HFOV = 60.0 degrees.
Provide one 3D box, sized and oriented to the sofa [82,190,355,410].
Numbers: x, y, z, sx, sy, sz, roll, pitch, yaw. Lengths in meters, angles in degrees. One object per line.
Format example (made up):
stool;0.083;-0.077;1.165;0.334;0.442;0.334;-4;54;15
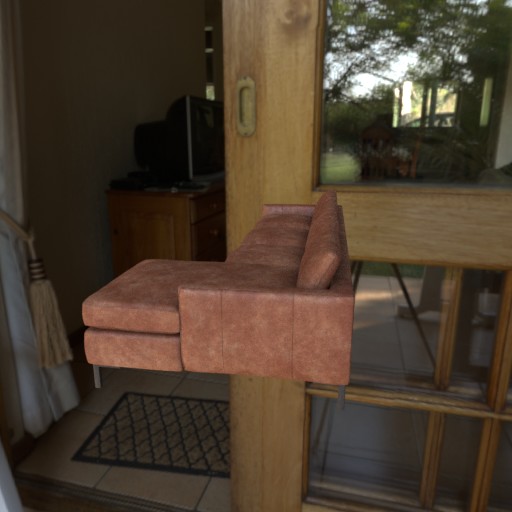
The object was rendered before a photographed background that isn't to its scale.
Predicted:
sofa;0.000;0.000;3.717;1.471;0.859;2.993;3;15;9
